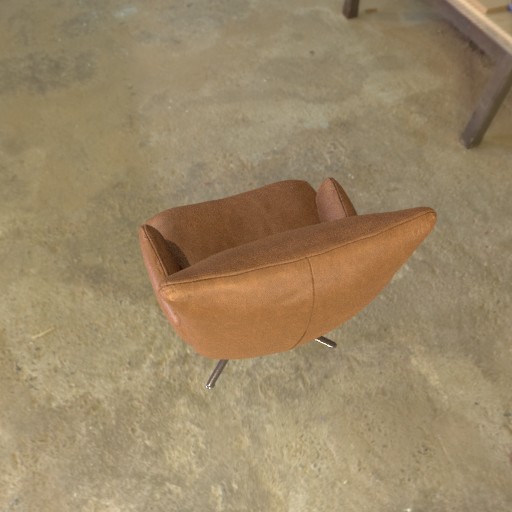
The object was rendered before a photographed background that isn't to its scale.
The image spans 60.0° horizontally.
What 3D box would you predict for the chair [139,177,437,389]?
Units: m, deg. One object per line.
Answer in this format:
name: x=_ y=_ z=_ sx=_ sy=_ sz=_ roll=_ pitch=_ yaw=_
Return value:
chair: x=0.000 y=0.000 z=1.492 sx=0.711 sy=1.027 sz=0.794 roll=-16 pitch=59 yaw=-10
